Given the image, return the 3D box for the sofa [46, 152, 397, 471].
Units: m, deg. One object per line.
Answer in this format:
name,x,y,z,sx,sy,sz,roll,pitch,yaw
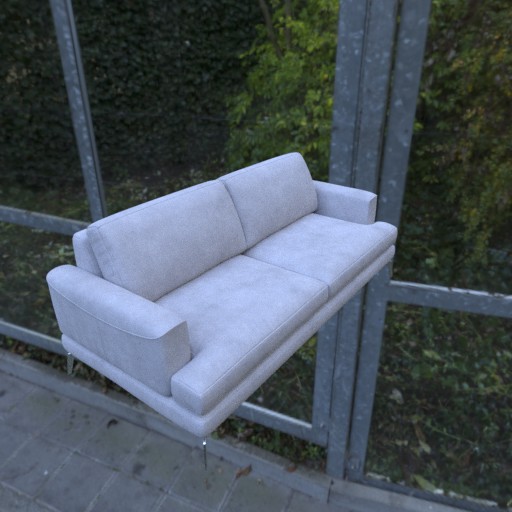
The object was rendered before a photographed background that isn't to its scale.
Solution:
sofa,0.000,0.000,2.552,0.980,0.830,2.013,18,32,32
